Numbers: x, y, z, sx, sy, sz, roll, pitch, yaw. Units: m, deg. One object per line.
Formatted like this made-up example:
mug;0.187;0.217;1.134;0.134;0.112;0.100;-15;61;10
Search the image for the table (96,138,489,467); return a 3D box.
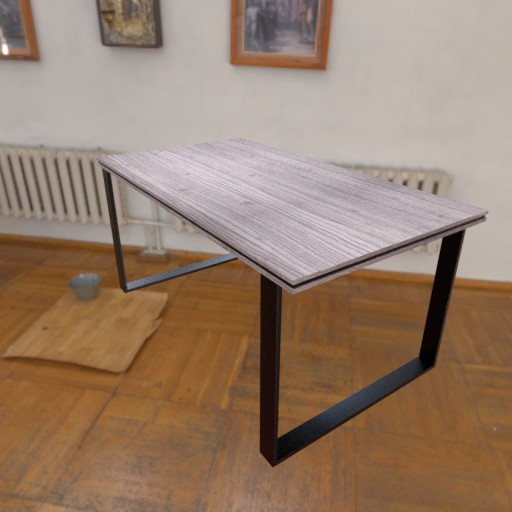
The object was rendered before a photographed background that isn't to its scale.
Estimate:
table;0.000;0.000;2.065;0.881;0.736;1.579;-17;31;-31
